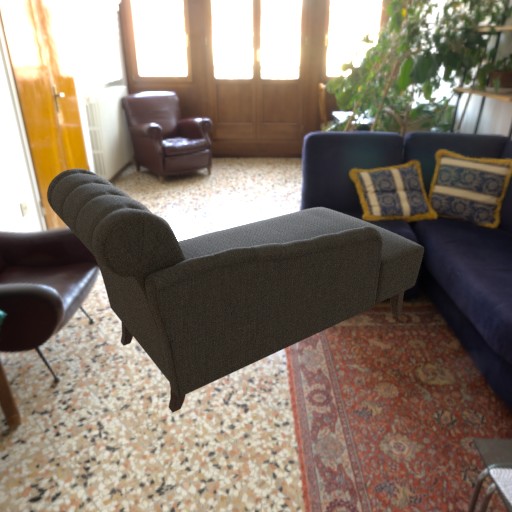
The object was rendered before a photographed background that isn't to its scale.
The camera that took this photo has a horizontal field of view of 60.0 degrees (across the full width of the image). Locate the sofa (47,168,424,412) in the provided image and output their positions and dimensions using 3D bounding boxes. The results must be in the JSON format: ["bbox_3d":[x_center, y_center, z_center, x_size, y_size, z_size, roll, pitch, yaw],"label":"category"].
[{"bbox_3d":[0.000,0.000,1.828,1.379,0.787,0.675,-17,30,-32],"label":"sofa"}]
